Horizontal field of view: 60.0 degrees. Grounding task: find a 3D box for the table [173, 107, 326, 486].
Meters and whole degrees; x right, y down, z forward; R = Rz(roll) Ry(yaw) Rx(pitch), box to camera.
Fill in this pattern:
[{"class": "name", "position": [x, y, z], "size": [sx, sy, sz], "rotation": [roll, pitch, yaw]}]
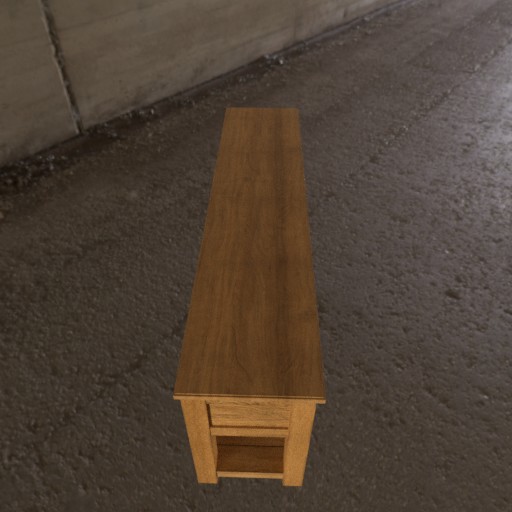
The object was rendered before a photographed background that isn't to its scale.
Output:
[{"class": "table", "position": [0.000, 0.000, 2.065], "size": [0.425, 0.635, 1.815], "rotation": [1, 42, 1]}]
